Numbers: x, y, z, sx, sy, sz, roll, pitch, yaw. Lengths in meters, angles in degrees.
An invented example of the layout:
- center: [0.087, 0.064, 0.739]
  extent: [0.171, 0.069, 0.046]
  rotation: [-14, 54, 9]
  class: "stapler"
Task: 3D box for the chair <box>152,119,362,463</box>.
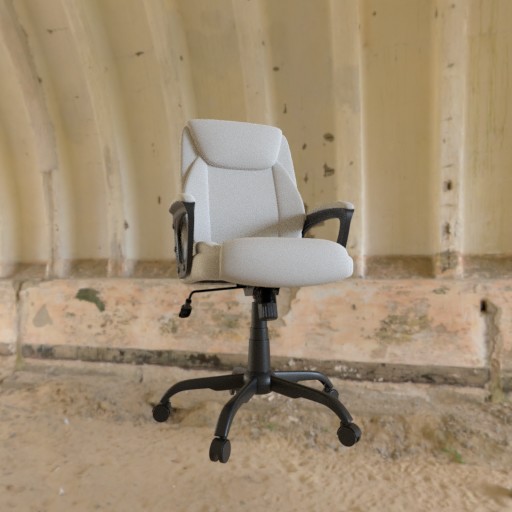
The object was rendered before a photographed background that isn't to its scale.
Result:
- center: [0.000, 0.000, 1.472]
  extent: [0.663, 1.065, 0.669]
  rotation: [0, -2, -17]
  class: "chair"
